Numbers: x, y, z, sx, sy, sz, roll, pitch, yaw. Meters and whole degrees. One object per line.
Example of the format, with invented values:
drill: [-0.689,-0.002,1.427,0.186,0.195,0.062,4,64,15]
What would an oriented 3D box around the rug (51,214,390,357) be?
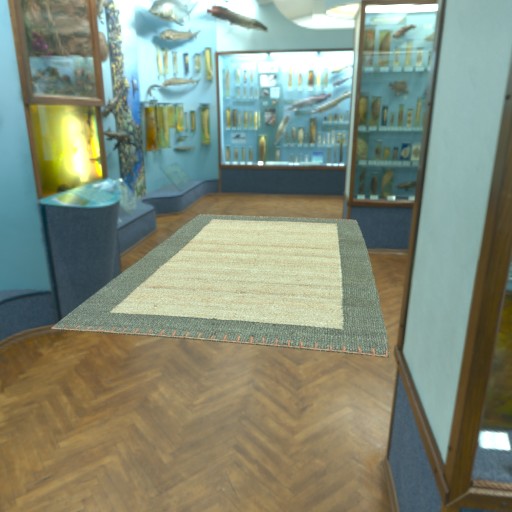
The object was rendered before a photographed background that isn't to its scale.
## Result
rug: [0.000,0.000,3.028,1.521,0.006,2.435,3,18,9]
